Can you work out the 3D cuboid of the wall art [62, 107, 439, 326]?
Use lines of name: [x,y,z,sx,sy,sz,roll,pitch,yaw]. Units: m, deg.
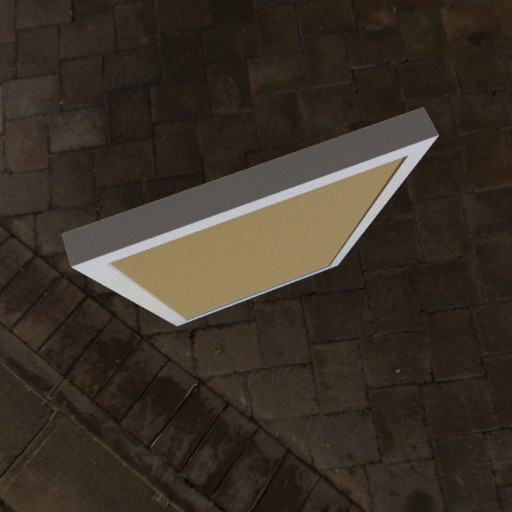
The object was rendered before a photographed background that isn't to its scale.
wall art: [0.000,0.000,0.759,0.408,0.611,0.038,-20,76,-5]
